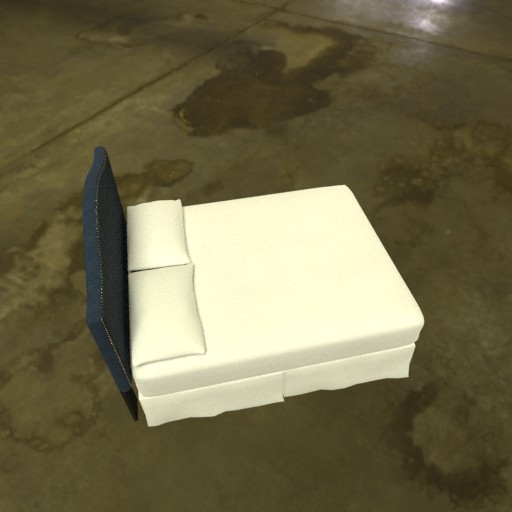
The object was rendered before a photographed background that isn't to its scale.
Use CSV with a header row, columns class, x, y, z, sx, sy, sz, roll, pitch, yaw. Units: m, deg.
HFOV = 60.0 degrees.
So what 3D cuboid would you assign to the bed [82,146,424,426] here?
class,x,y,z,sx,sy,sz,roll,pitch,yaw
bed,0.000,0.000,3.350,2.153,1.518,1.713,-9,48,-8
